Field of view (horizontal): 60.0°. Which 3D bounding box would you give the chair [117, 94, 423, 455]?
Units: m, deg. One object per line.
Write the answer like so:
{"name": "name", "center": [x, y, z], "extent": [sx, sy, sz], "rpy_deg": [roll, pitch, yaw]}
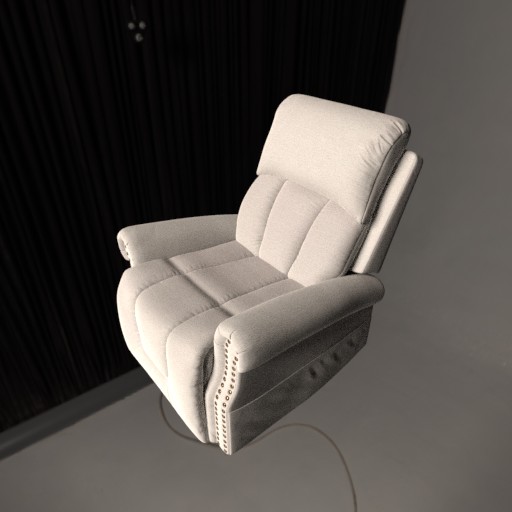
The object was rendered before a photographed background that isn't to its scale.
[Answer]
{"name": "chair", "center": [0.000, 0.000, 1.715], "extent": [0.979, 1.031, 0.871], "rpy_deg": [-22, 38, -32]}
